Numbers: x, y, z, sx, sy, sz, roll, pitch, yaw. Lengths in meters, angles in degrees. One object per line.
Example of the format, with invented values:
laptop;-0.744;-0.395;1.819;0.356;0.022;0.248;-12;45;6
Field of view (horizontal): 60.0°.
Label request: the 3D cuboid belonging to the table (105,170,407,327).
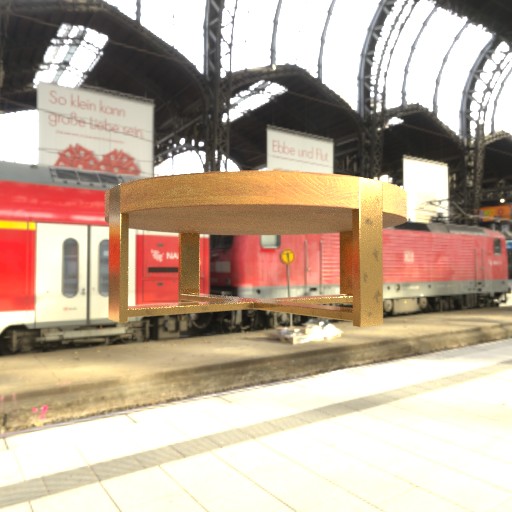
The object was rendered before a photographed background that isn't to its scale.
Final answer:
table;0.000;0.000;1.705;1.100;0.420;1.100;0;-1;0
